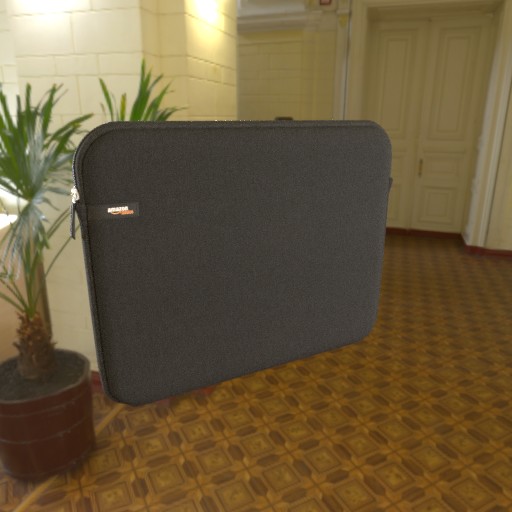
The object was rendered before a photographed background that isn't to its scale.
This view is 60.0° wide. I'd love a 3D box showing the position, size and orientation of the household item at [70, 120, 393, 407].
[{"bbox_3d":[0.000,0.000,0.521,0.396,0.305,0.030,-9,20,-27],"label":"household item"}]
